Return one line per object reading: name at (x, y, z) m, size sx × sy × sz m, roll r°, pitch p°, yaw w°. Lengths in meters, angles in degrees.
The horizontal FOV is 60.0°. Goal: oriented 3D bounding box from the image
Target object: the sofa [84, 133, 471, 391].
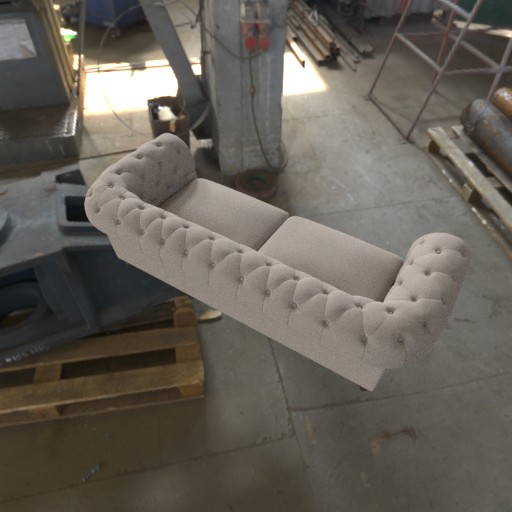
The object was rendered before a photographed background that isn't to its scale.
sofa at (0.000, 0.000, 2.923) m, size 2.411 × 0.749 × 0.991 m, roll 24°, pitch 50°, yaw 22°
